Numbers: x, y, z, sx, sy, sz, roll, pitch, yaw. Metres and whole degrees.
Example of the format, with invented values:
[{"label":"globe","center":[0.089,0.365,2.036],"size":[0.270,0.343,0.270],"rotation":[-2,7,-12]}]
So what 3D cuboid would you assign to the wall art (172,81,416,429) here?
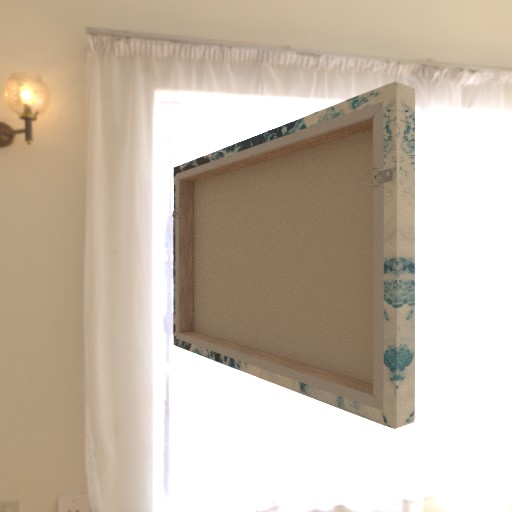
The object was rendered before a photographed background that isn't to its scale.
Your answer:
[{"label":"wall art","center":[0.000,0.000,0.772],"size":[0.043,0.407,0.609],"rotation":[0,0,-35]}]
